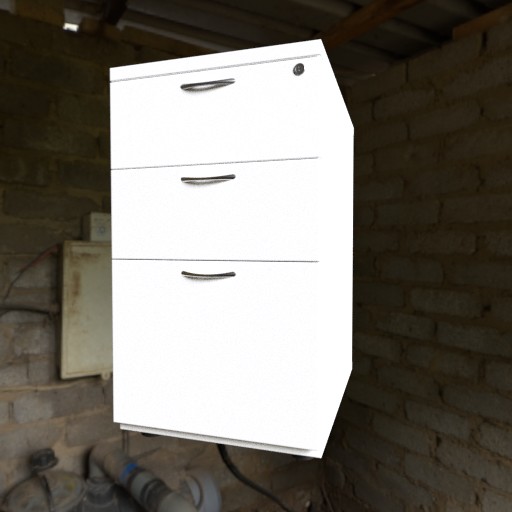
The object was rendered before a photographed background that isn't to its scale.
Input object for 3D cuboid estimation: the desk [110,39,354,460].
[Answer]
[{"bbox_3d":[0.000,0.000,1.071,0.404,0.730,0.600,1,2,17],"label":"desk"}]
